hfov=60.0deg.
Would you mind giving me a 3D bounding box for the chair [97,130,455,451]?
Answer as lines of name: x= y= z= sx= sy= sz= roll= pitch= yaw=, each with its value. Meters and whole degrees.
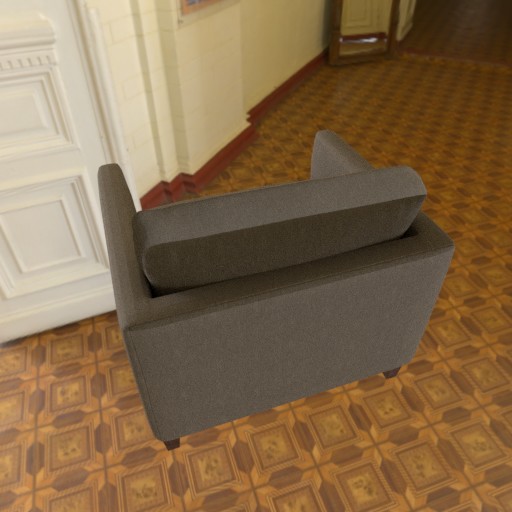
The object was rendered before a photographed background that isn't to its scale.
chair: x=0.000 y=0.000 z=1.813 sx=1.107 sy=0.963 sz=0.959 roll=-13 pitch=42 yaw=-14
